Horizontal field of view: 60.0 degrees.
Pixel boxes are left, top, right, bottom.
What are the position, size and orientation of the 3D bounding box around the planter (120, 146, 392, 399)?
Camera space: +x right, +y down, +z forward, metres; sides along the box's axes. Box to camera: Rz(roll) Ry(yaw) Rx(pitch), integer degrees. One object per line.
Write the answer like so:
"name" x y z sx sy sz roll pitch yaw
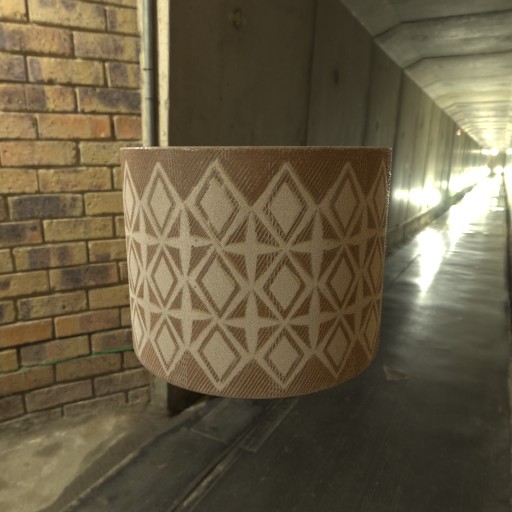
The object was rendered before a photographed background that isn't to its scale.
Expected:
"planter" 0.000 0.000 0.346 0.193 0.165 0.193 0 13 0
